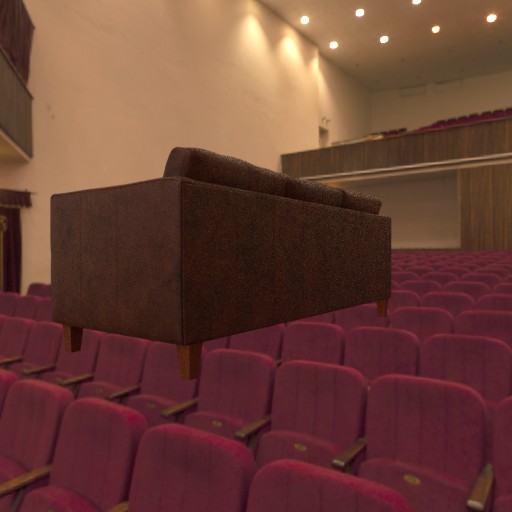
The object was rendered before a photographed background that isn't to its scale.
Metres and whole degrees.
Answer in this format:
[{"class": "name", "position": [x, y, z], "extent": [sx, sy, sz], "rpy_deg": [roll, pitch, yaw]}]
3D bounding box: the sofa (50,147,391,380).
[{"class": "sofa", "position": [0.000, 0.000, 3.027], "extent": [1.045, 1.006, 2.464], "rpy_deg": [0, 0, 36]}]
